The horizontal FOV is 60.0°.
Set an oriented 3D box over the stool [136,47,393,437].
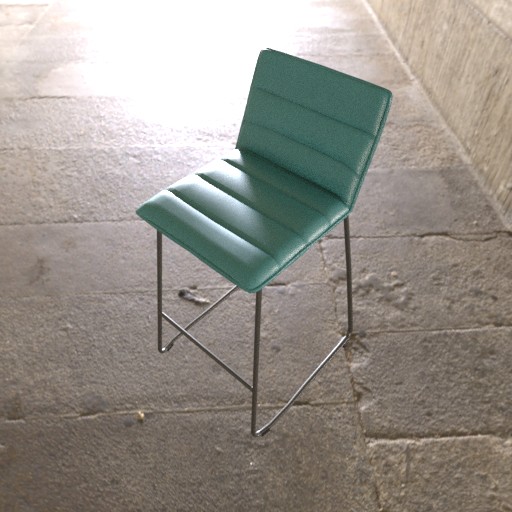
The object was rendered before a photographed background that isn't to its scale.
[{"bbox_3d":[0.000,0.000,1.264,0.489,0.936,0.524,33,55,27],"label":"stool"}]
